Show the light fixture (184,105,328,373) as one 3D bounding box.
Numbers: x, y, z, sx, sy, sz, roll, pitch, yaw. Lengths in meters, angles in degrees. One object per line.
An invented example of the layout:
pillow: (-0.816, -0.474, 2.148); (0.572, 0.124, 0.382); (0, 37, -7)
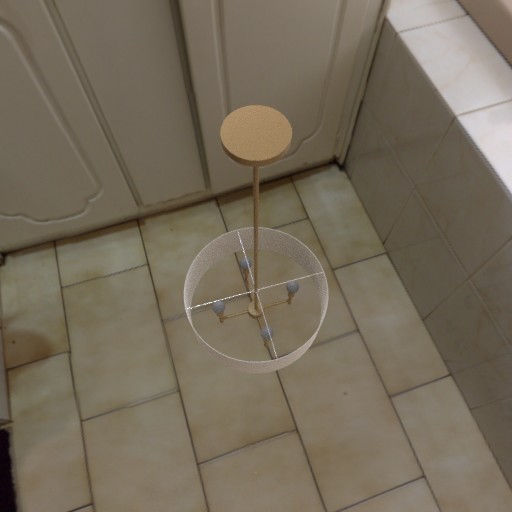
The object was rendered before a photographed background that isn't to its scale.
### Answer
light fixture: (0.000, 0.000, 1.314); (0.508, 1.067, 0.508); (0, 64, 0)
